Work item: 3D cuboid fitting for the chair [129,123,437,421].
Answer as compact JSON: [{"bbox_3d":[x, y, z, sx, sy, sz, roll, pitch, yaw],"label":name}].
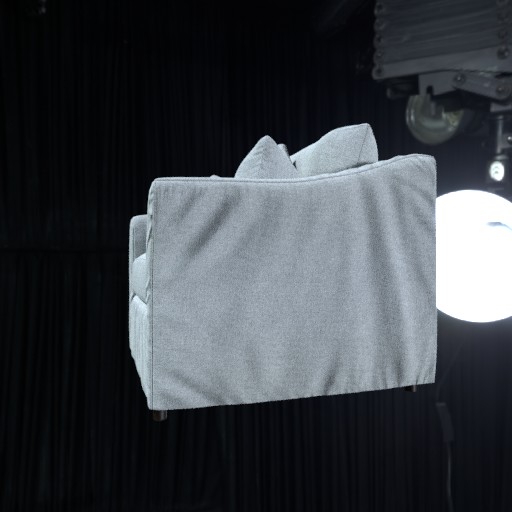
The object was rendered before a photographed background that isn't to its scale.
[{"bbox_3d":[0.000,0.000,2.037,1.071,1.059,1.194,0,-1,-19],"label":"chair"}]
